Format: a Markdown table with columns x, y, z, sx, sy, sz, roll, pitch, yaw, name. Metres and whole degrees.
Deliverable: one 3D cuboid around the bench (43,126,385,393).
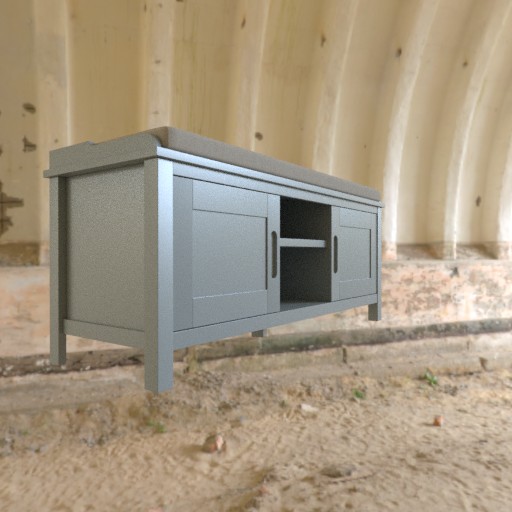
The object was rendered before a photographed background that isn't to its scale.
| x | y | z | sx | sy | sz | roll | pitch | yaw | name |
| --- | --- | --- | --- | --- | --- | --- | --- | --- | --- |
| 0.000 | 0.000 | 1.380 | 0.398 | 0.501 | 1.140 | 0 | 0 | 37 | bench |
